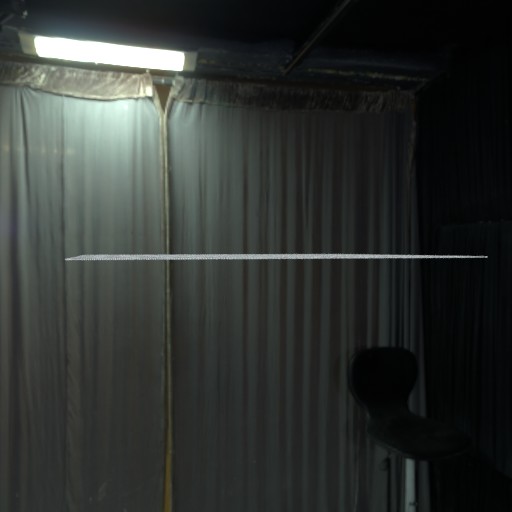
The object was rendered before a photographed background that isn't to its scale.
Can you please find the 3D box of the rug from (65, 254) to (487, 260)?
[{"bbox_3d":[0.000,0.000,4.083,3.061,0.010,2.330,0,1,-19],"label":"rug"}]
